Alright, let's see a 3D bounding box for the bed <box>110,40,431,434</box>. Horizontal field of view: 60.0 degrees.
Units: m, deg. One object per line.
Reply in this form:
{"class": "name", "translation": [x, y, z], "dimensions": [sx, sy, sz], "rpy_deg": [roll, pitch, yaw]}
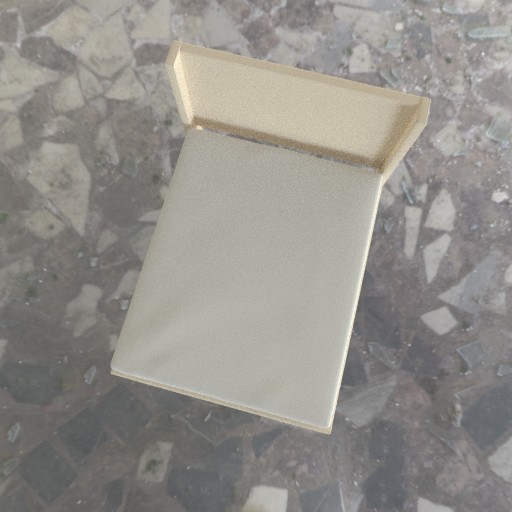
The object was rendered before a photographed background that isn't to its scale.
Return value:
{"class": "bed", "translation": [0.000, 0.000, 3.382], "dimensions": [1.765, 1.471, 2.280], "rpy_deg": [14, 77, 3]}
